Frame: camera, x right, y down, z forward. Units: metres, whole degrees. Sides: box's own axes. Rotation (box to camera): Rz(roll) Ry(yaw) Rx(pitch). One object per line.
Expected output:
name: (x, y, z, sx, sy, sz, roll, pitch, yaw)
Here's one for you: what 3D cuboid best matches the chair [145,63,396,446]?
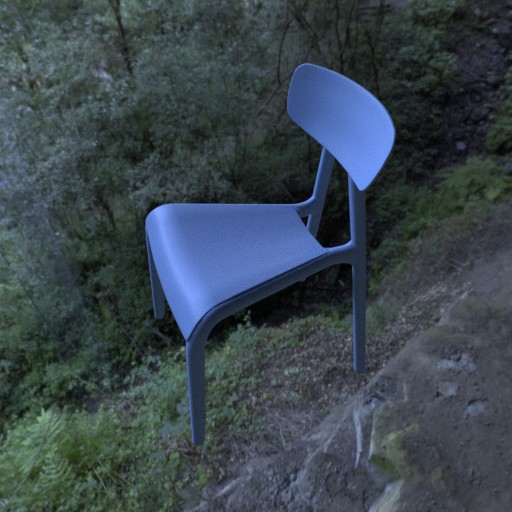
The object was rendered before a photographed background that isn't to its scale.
chair: (0.000, 0.000, 0.831, 0.401, 0.580, 0.356, -16, 47, -15)
